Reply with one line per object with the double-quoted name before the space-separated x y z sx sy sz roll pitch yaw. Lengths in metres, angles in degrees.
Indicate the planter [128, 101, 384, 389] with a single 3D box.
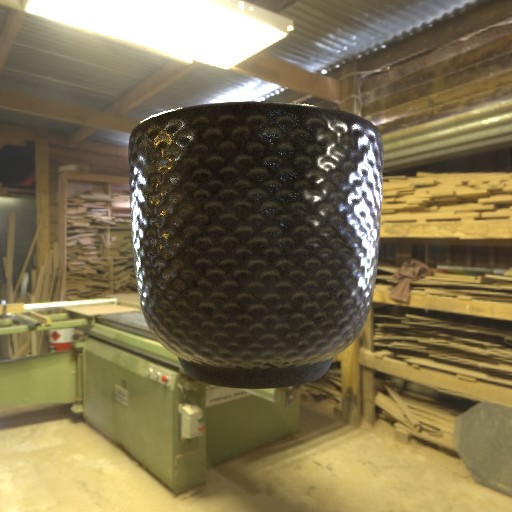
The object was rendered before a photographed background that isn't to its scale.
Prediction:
"planter" 0.000 0.000 0.252 0.140 0.129 0.140 0 0 0
